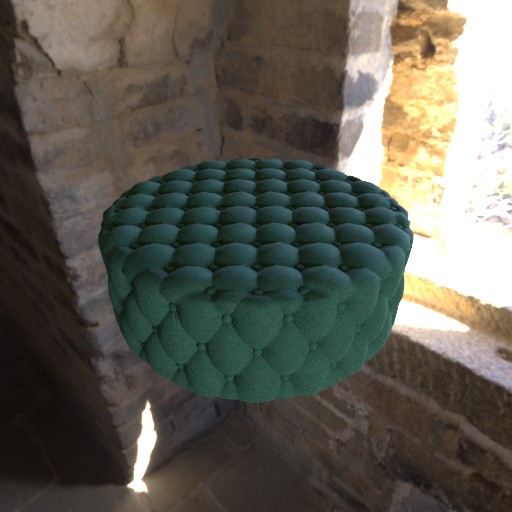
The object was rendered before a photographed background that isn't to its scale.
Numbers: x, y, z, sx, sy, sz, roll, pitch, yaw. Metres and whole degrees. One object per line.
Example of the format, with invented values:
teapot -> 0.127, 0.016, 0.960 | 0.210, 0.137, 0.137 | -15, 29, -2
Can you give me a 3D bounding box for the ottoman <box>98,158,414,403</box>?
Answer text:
ottoman -> 0.000, 0.000, 1.532 | 0.998, 0.399, 0.998 | 0, 33, 0
